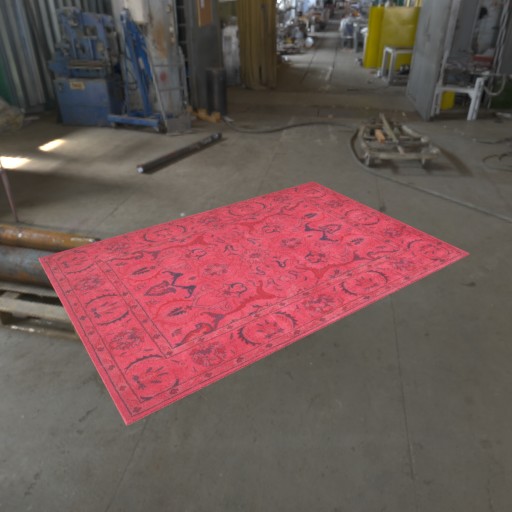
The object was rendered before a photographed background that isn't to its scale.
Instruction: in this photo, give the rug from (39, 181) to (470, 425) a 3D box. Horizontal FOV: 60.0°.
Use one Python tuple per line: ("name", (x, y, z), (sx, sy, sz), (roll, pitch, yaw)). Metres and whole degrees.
("rug", (0.000, 0.000, 2.238), (1.814, 0.008, 1.209), (-20, 36, -29))
